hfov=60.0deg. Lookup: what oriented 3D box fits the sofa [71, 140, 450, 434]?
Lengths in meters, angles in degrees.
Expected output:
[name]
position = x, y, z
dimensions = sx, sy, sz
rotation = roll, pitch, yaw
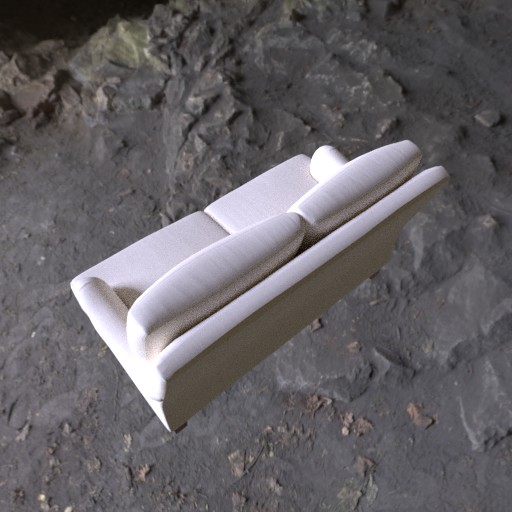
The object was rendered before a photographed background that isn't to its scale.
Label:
[sofa]
position = 0.000, 0.000, 2.526
dimensions = 1.853, 1.101, 1.084
rotation = -33, 56, -26
